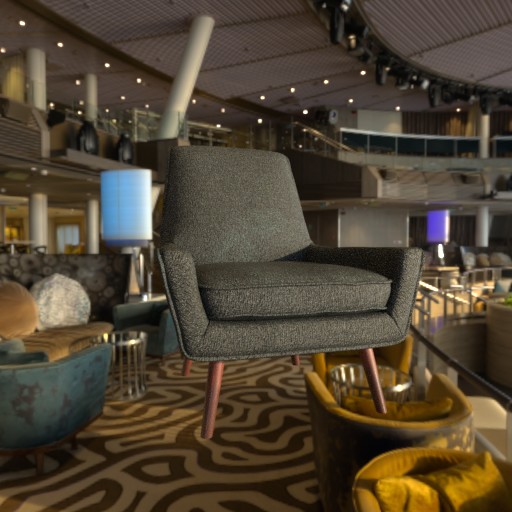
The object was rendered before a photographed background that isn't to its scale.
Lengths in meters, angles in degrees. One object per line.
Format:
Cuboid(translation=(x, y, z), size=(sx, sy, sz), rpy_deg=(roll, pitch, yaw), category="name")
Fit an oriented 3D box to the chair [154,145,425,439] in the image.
Cuboid(translation=(0.000, 0.000, 1.538), size=(0.763, 0.883, 0.859), rpy_deg=(-1, 2, -18), category="chair")
